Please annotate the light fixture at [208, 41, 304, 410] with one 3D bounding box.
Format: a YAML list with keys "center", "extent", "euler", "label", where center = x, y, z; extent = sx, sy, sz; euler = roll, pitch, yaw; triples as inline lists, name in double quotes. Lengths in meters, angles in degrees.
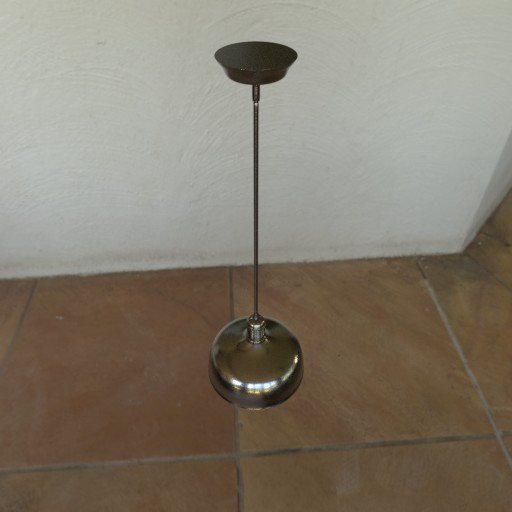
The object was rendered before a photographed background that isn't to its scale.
- center: [0.000, 0.000, 1.074]
  extent: [0.299, 0.935, 0.299]
  euler: [-1, 43, -1]
  label: "light fixture"
